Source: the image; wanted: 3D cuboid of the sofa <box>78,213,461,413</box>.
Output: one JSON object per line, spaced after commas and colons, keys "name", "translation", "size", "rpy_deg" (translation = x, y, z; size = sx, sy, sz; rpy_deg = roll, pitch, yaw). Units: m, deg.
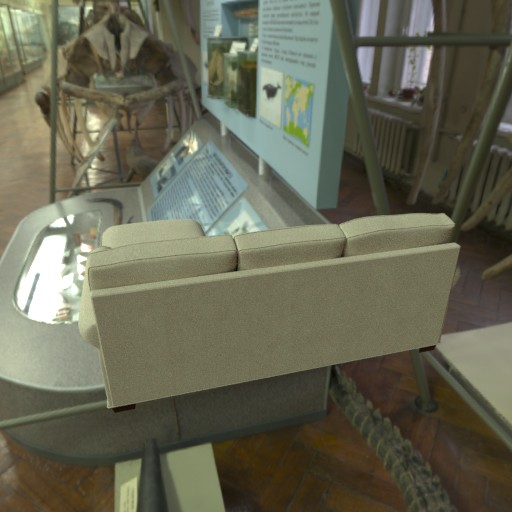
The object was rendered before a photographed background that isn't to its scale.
{"name": "sofa", "translation": [0.000, 0.000, 2.458], "size": [1.770, 0.734, 1.226], "rpy_deg": [-7, 28, -14]}
